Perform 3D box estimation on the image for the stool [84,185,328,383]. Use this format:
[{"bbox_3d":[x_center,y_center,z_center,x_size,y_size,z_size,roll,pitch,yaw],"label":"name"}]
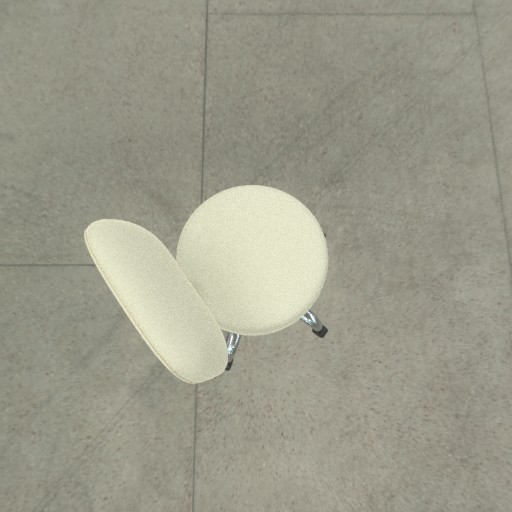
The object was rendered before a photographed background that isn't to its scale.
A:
[{"bbox_3d":[0.000,0.000,1.232,0.616,0.810,0.609,-35,79,-8],"label":"stool"}]
